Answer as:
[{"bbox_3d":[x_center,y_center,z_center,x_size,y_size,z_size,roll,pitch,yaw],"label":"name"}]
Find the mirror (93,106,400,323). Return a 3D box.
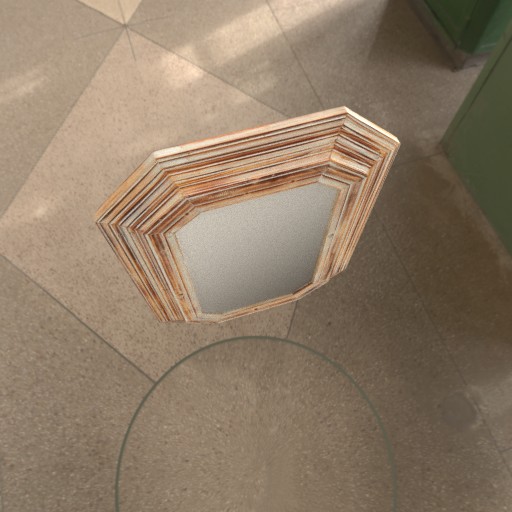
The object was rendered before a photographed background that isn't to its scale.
[{"bbox_3d":[0.000,0.000,1.302,0.709,1.015,0.061,-15,65,-7],"label":"mirror"}]
